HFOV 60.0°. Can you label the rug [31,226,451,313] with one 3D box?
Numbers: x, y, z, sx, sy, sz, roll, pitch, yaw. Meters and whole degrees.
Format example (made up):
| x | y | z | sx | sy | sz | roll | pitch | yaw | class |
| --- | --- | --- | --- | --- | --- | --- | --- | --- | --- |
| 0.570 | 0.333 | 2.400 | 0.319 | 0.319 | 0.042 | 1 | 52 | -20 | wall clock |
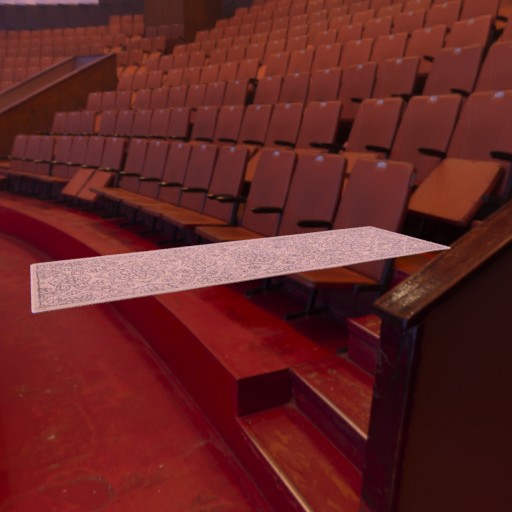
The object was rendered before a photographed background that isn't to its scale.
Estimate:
| x | y | z | sx | sy | sz | roll | pitch | yaw | class |
| --- | --- | --- | --- | --- | --- | --- | --- | --- | --- |
| 0.000 | 0.000 | 2.667 | 2.431 | 0.006 | 0.806 | -7 | 17 | -26 | rug |
